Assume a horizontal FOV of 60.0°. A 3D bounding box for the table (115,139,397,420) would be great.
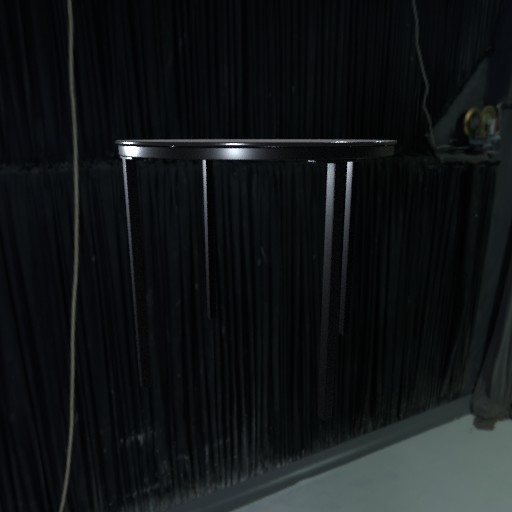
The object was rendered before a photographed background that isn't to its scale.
[{"bbox_3d":[0.000,0.000,0.878,0.499,0.443,0.499,0,15,0],"label":"table"}]
